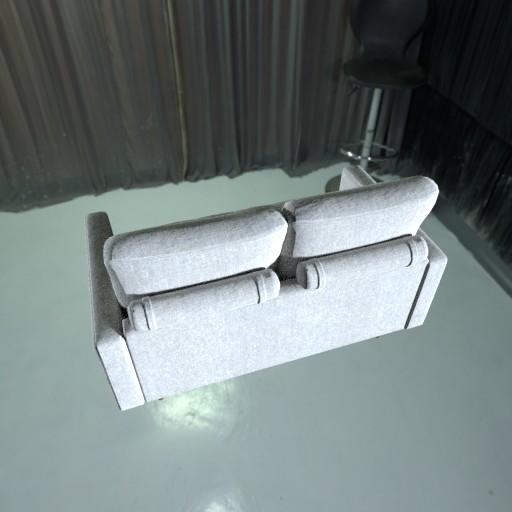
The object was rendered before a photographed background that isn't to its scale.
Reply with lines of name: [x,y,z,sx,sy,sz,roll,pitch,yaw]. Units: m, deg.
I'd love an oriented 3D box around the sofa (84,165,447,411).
sofa: [0.000,0.000,1.990,1.407,0.907,0.842,-13,44,-13]
